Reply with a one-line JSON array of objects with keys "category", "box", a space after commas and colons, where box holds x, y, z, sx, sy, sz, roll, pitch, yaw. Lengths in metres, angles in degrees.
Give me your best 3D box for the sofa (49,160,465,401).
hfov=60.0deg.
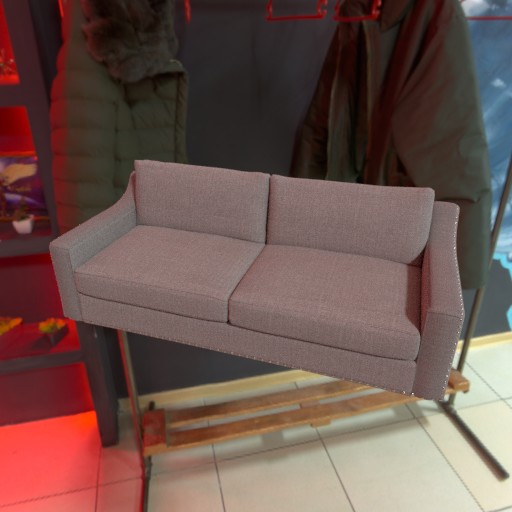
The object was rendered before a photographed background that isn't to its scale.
[{"category": "sofa", "box": [0.000, 0.000, 2.650, 2.208, 0.857, 1.000, 9, 29, 16]}]
